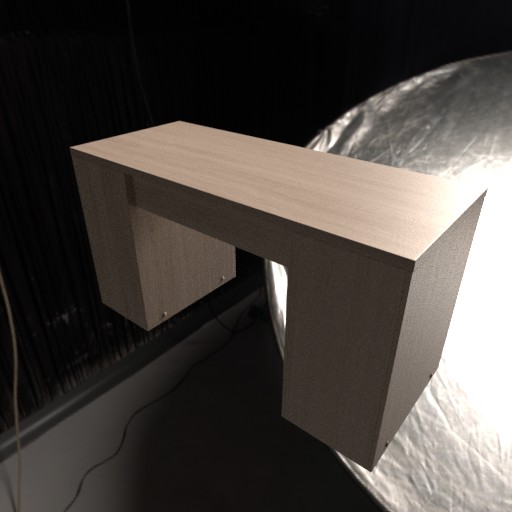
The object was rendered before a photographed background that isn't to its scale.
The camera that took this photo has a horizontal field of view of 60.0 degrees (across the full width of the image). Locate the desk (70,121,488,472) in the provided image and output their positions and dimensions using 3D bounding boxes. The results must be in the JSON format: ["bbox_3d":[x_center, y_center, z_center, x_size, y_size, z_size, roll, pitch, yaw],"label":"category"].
[{"bbox_3d":[0.000,0.000,1.732,1.390,0.740,0.600,22,36,33],"label":"desk"}]
